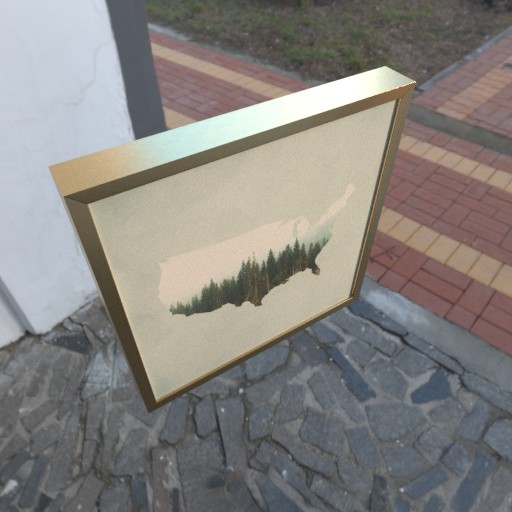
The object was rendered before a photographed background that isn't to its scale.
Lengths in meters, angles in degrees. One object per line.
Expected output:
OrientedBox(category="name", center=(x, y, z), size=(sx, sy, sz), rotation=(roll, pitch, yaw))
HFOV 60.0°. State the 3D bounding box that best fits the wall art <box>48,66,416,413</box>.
OrientedBox(category="wall art", center=(0.000, 0.000, 0.451), size=(0.304, 0.304, 0.038), rotation=(-24, 50, -22))
